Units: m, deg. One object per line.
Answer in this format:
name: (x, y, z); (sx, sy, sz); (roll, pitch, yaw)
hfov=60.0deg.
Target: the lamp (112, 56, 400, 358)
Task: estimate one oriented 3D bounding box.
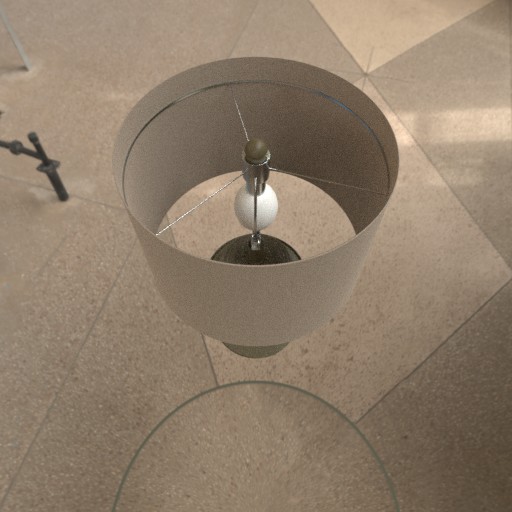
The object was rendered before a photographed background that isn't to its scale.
lamp: (0.000, 0.000, 0.701); (0.318, 0.486, 0.318); (0, 58, 0)
